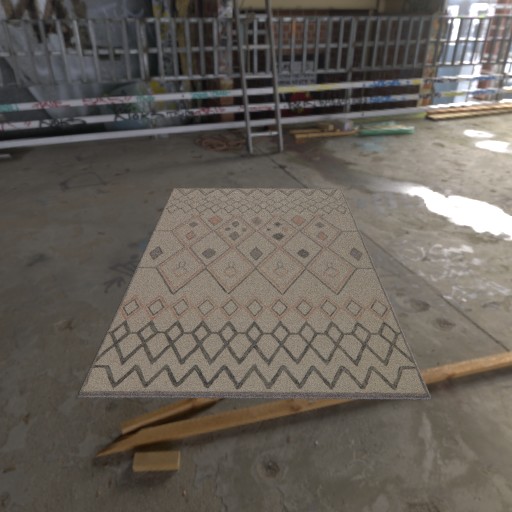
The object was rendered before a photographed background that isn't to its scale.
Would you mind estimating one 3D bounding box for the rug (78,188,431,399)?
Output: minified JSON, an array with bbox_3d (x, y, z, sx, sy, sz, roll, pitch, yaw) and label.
[{"bbox_3d":[0.000,0.000,2.960,1.524,0.015,2.438,0,30,0],"label":"rug"}]
